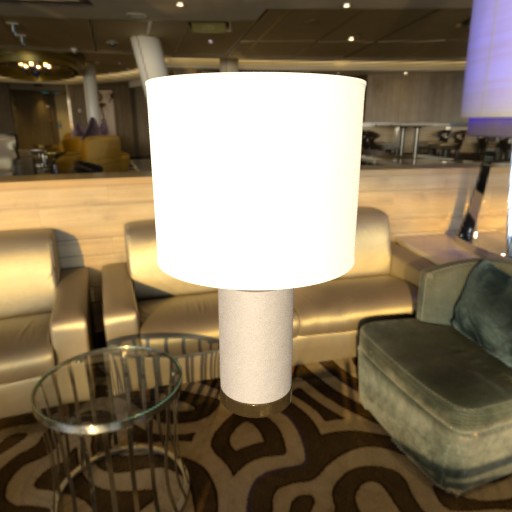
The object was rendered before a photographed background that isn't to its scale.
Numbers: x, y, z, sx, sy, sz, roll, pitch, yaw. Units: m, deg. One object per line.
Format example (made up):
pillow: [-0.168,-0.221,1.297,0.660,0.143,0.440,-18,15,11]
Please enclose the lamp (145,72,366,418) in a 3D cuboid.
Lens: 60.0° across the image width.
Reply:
lamp: [0.000,0.000,0.525,0.229,0.380,0.229,0,16,0]
